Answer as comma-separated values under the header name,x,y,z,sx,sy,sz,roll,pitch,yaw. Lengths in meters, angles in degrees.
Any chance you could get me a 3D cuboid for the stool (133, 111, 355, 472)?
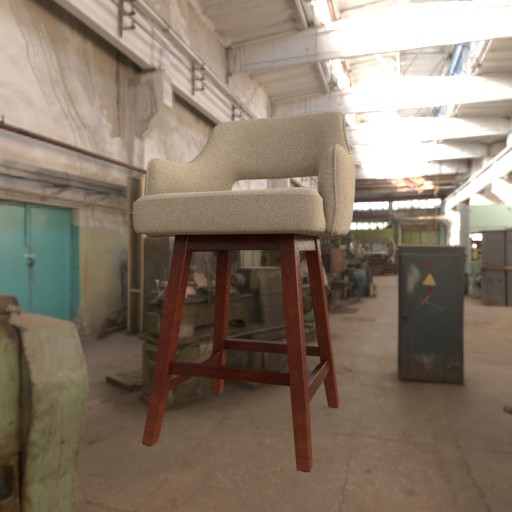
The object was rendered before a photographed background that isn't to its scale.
name,x,y,z,sx,sy,sz,roll,pitch,yaw
stool,0.000,0.000,1.264,0.550,0.936,0.560,0,1,19
